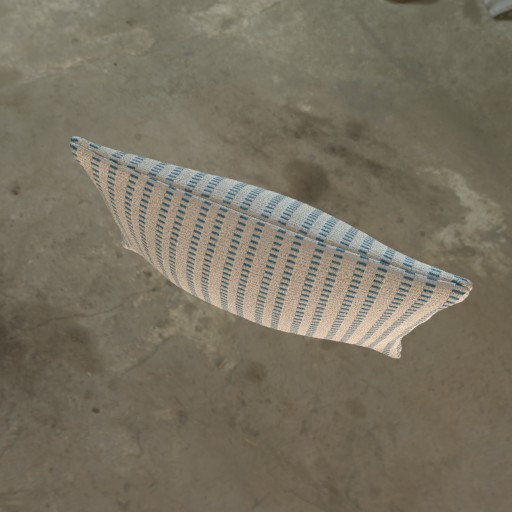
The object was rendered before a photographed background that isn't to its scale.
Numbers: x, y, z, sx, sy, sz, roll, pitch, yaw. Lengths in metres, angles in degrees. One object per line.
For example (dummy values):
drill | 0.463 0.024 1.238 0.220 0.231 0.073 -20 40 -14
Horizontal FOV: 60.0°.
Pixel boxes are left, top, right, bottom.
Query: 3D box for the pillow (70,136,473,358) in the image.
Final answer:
pillow | 0.000 0.000 0.795 0.640 0.353 0.210 21 66 10
